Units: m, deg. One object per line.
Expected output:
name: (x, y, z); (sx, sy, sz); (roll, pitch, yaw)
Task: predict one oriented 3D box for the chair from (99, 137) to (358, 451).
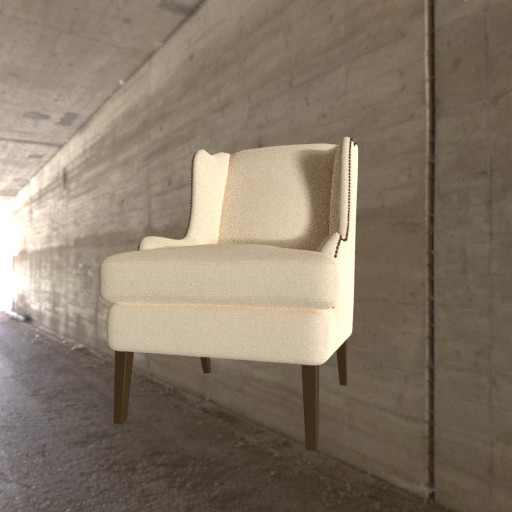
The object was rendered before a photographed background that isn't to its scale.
chair: (0.000, 0.000, 1.676); (0.737, 1.029, 0.940); (0, -1, 18)
